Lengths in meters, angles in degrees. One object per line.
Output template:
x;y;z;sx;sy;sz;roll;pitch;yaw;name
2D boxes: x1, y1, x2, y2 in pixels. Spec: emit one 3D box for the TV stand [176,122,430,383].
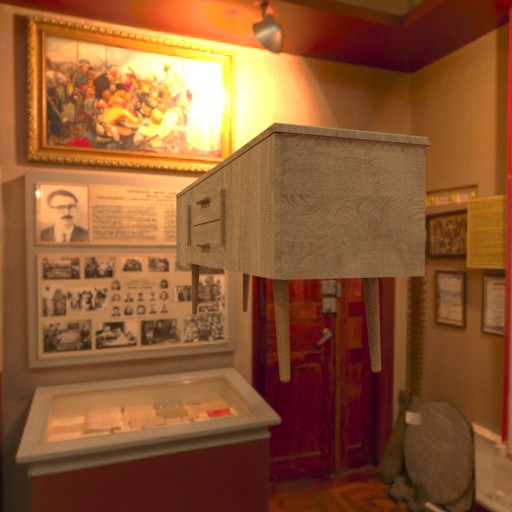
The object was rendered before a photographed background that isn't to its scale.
0.000;0.000;1.577;0.401;0.565;1.313;0;1;-19;TV stand
